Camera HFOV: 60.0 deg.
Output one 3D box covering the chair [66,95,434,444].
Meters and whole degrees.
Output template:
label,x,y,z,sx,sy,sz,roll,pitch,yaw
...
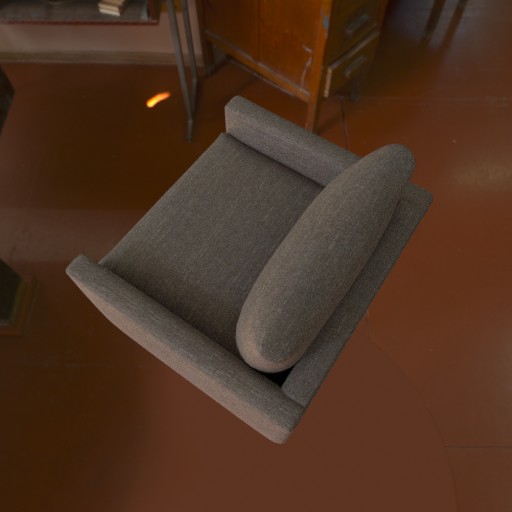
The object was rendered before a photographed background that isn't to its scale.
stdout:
label,x,y,z,sx,sy,sz,roll,pitch,yaw
chair,0.000,0.000,1.585,0.845,0.841,0.940,31,67,15
